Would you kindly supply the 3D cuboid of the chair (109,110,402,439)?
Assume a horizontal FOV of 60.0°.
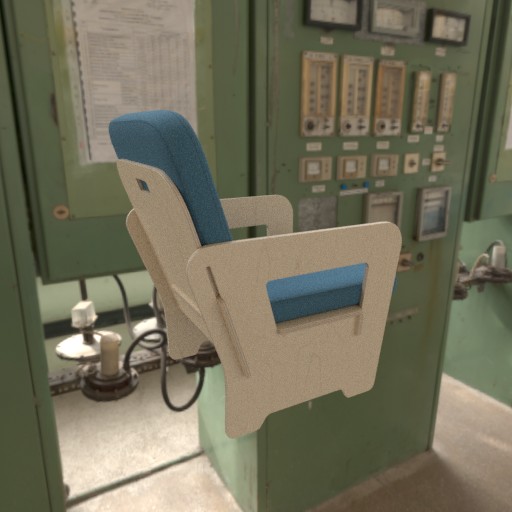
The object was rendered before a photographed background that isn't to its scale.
[{"bbox_3d":[0.000,0.000,1.219,0.657,0.747,0.547,-9,18,-27],"label":"chair"}]
